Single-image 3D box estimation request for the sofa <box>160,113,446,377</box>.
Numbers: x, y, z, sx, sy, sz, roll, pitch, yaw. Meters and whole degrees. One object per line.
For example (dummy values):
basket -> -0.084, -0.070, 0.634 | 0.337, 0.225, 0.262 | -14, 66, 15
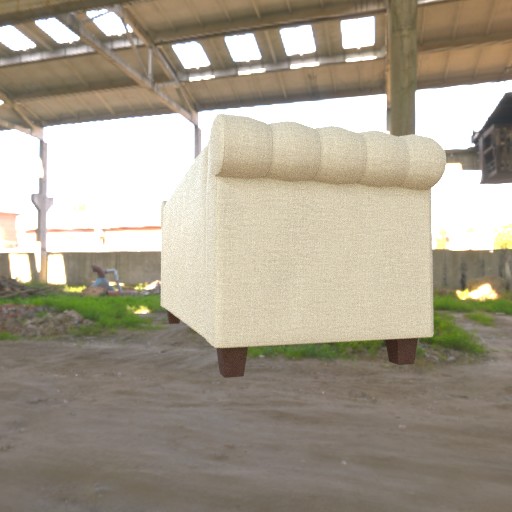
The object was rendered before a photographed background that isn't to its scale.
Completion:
sofa -> 0.000, 0.000, 2.179 | 0.783, 0.797, 1.798 | 1, -2, -17
